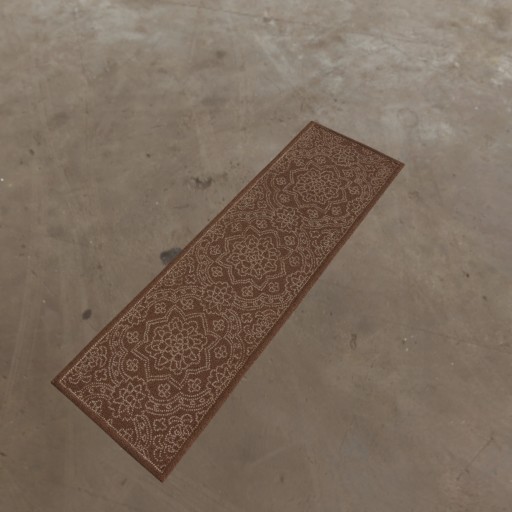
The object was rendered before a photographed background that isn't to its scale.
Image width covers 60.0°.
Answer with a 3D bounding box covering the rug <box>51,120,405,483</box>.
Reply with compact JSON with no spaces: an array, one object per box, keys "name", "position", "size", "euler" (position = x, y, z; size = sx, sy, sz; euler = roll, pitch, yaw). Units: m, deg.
[{"name":"rug","position":[0.000,0.000,2.636],"size":[0.769,0.012,2.448],"euler":[32,62,19]}]
